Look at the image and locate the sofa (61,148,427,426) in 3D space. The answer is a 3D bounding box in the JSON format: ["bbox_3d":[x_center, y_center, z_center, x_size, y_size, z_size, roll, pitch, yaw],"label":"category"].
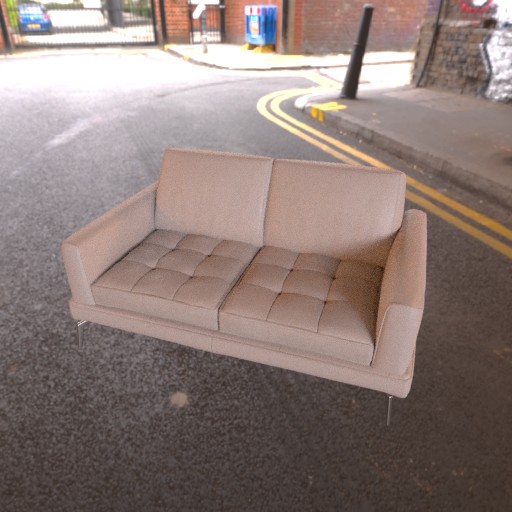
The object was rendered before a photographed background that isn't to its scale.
[{"bbox_3d":[0.000,0.000,2.497,1.819,0.930,1.121,10,31,16],"label":"sofa"}]
